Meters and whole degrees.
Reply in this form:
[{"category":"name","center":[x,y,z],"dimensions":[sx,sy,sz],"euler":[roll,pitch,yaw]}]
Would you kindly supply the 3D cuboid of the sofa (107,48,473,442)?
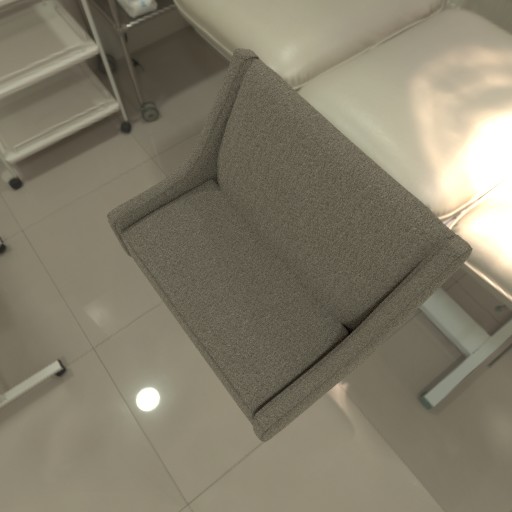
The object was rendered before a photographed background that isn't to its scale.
[{"category":"sofa","center":[0.000,0.000,1.954],"dimensions":[0.862,1.026,1.242],"euler":[-34,68,-16]}]
